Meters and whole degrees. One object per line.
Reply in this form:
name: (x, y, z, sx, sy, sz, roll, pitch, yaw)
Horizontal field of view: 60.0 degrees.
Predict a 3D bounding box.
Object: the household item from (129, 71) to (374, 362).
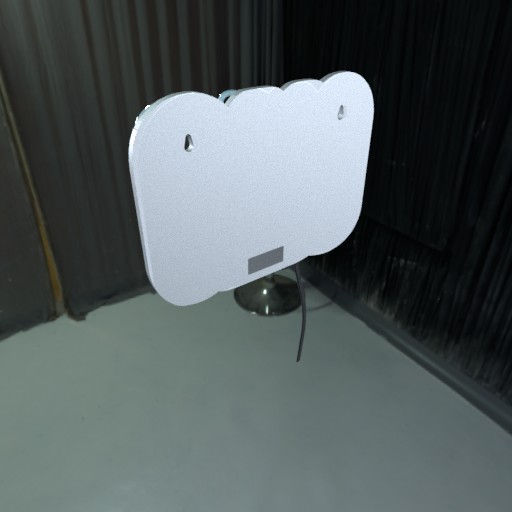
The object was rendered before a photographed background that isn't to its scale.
household item: (0.000, 0.000, 0.387, 0.211, 0.294, 0.042, -21, 37, -30)
